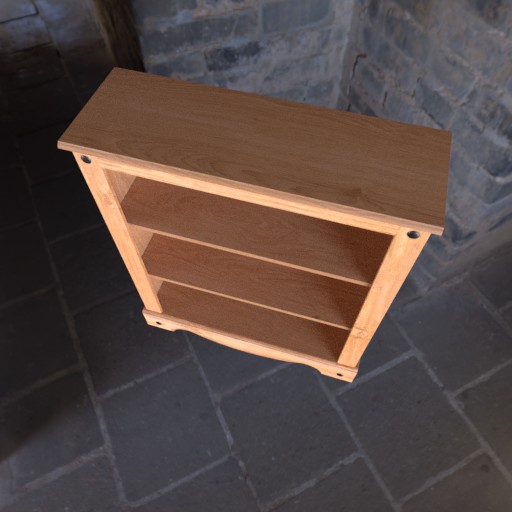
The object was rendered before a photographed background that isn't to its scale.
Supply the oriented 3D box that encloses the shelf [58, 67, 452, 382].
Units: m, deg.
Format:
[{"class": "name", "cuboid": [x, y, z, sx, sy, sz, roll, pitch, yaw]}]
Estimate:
[{"class": "shelf", "cuboid": [0.000, 0.000, 1.405, 0.840, 0.980, 0.291, 14, 58, 9]}]
